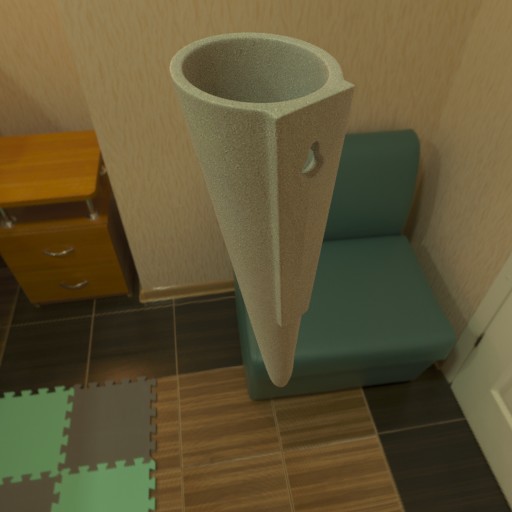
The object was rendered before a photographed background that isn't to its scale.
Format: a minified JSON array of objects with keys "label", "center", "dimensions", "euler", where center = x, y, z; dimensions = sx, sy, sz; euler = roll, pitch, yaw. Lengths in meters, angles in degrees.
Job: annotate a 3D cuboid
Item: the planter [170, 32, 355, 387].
[{"label":"planter","center":[0.000,0.000,0.222],"dimensions":[0.057,0.191,0.064],"euler":[-30,53,-25]}]
